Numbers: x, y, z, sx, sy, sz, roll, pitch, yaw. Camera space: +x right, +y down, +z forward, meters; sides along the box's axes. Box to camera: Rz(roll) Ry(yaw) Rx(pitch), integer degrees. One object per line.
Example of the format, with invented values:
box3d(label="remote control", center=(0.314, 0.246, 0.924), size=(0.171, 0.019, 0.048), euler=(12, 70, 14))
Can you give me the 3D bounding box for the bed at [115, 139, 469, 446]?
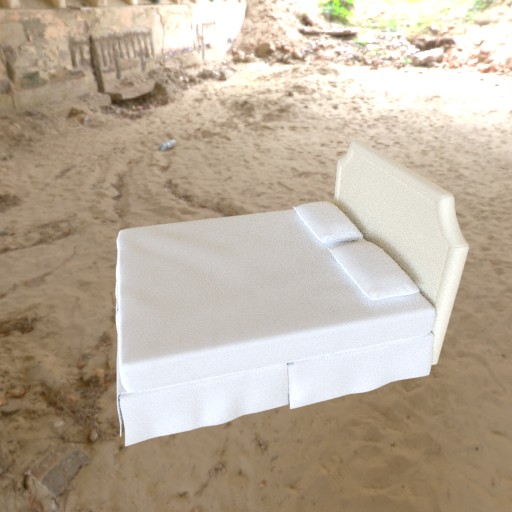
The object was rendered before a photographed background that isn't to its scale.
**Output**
box3d(label="bed", center=(0.000, 0.000, 4.193), size=(2.773, 1.590, 2.350), euler=(-8, 31, -13))
